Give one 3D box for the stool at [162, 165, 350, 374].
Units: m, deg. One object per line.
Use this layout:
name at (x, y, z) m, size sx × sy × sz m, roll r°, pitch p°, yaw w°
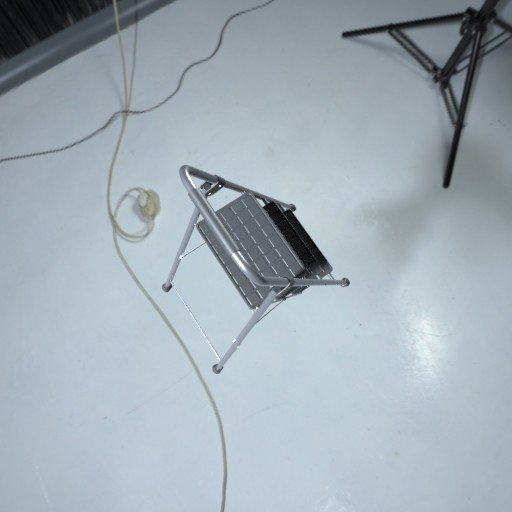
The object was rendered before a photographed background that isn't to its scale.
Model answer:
stool at (0.000, 0.000, 1.480) m, size 0.733 × 1.121 × 0.473 m, roll -33°, pitch 79°, yaw -7°
